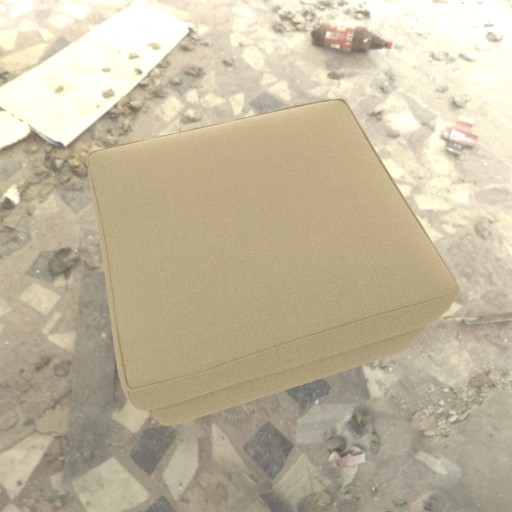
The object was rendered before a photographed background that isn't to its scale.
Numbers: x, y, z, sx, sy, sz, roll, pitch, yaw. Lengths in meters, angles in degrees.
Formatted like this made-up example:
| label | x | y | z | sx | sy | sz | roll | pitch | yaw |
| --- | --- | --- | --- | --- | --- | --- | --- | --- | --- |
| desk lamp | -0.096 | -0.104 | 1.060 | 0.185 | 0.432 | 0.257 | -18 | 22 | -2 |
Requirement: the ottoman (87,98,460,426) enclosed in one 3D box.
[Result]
| label | x | y | z | sx | sy | sz | roll | pitch | yaw |
| --- | --- | --- | --- | --- | --- | --- | --- | --- | --- |
| ottoman | 0.000 | 0.000 | 1.156 | 0.716 | 0.505 | 0.662 | -15 | 60 | -9 |
